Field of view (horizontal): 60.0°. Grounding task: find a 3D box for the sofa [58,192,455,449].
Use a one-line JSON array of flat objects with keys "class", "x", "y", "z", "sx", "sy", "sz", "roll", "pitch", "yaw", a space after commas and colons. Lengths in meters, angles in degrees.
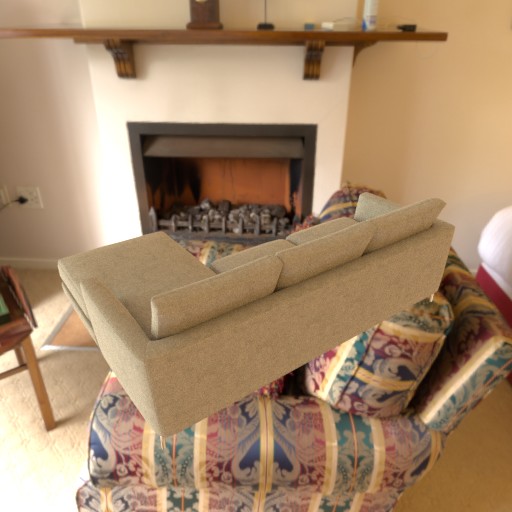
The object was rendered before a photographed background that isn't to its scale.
[{"class": "sofa", "x": 0.000, "y": 0.000, "z": 3.204, "sx": 2.438, "sy": 0.864, "sz": 1.626, "roll": -19, "pitch": 34, "yaw": -31}]
